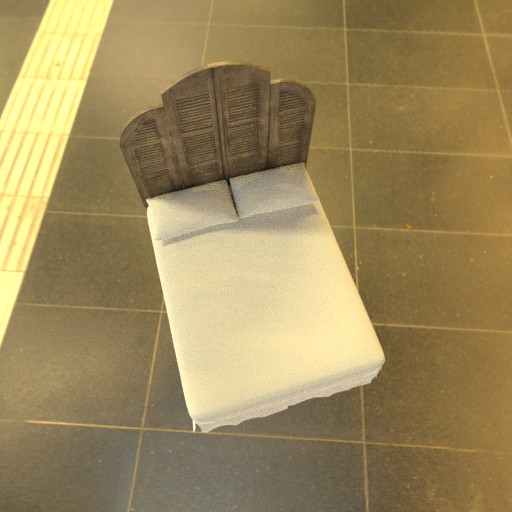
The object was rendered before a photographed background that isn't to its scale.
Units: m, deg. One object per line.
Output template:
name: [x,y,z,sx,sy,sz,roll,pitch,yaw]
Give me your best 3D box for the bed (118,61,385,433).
bed: [0.000,0.000,3.513,1.713,2.019,2.138,-14,64,-7]
